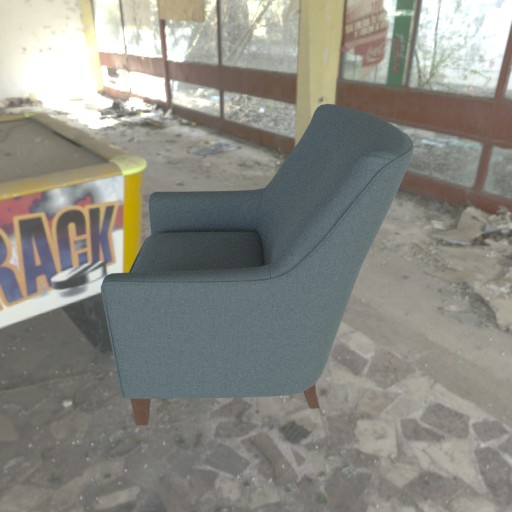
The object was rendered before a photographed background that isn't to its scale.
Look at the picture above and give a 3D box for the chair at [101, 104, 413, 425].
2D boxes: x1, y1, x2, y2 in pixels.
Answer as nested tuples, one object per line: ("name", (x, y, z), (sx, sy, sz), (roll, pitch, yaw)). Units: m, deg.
("chair", (0.000, 0.000, 1.553), (0.879, 0.916, 0.756), (-1, 27, -1))
